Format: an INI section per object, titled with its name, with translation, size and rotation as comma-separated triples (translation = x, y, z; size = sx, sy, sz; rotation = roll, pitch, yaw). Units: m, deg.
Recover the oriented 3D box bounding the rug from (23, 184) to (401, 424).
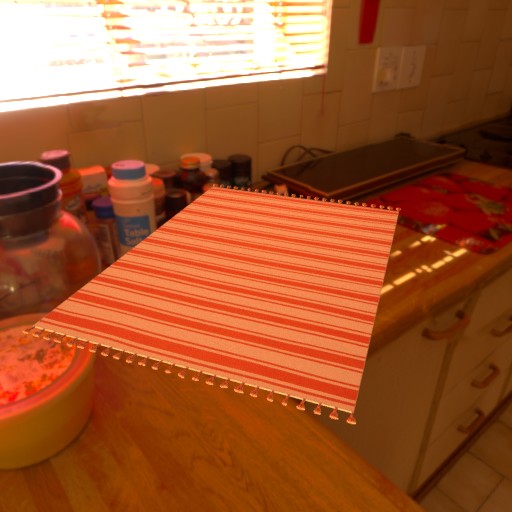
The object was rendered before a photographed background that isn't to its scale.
[rug]
translation = 0.000, 0.000, 4.287
size = 2.451, 0.035, 3.369
rotation = 10, 31, 18
